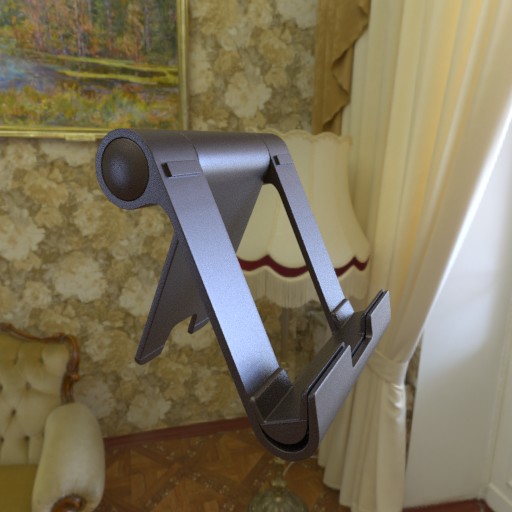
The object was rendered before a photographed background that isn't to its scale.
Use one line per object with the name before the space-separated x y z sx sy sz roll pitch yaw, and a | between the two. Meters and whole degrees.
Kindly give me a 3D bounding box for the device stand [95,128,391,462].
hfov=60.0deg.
device stand | 0.000 0.000 0.154 0.079 0.084 0.088 7 16 27
